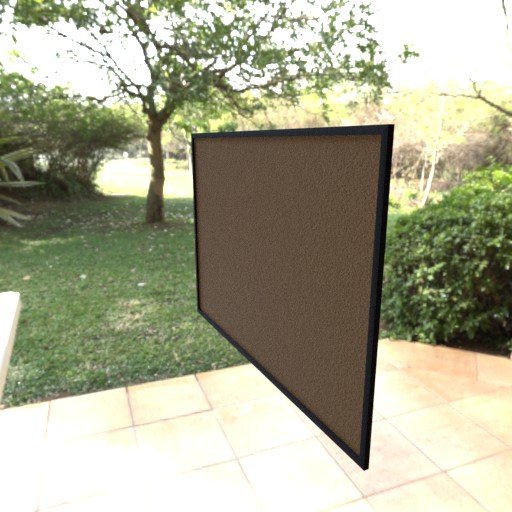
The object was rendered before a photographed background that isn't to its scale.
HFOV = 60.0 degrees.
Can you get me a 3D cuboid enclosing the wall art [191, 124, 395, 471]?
[{"bbox_3d":[0.000,0.000,1.219,0.013,0.665,0.963,-7,16,-26],"label":"wall art"}]
